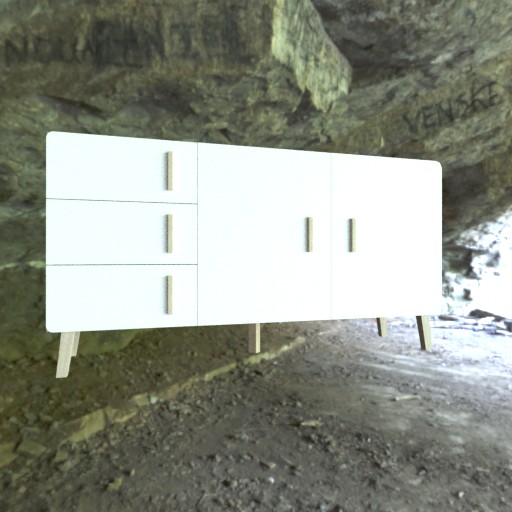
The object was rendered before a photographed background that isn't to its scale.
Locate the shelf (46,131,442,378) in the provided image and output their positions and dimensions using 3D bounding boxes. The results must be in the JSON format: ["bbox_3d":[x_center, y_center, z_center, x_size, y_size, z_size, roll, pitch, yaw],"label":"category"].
[{"bbox_3d":[0.000,0.000,1.782,1.490,0.780,0.400,0,0,-17],"label":"shelf"}]
